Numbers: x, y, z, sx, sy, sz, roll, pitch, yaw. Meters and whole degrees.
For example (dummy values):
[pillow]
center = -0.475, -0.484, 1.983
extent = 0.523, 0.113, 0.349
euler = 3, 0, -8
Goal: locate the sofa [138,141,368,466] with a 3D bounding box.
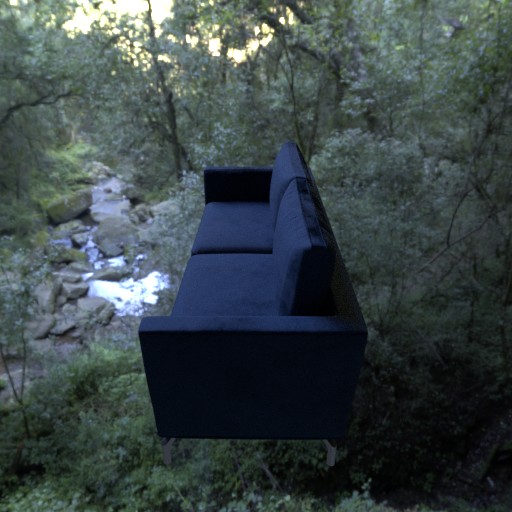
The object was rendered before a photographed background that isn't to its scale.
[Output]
[sofa]
center = 0.000, 0.000, 2.694
extent = 0.853, 0.998, 2.212
euler = 0, 27, 1
